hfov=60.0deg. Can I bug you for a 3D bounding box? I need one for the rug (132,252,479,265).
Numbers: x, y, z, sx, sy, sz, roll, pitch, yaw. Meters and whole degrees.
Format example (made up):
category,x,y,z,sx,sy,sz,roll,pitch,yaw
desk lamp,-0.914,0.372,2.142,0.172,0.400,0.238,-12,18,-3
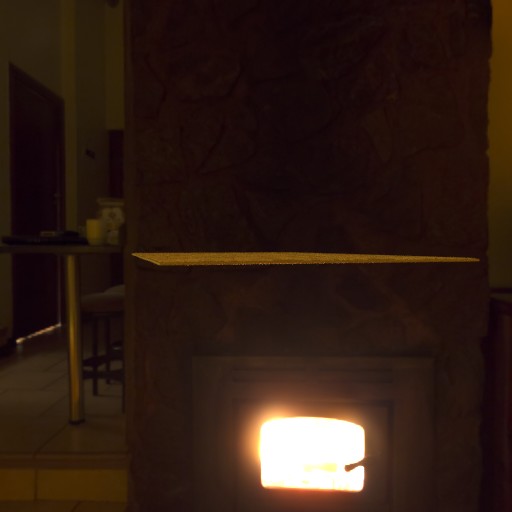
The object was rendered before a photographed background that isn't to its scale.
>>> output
category,x,y,z,sx,sy,sz,roll,pitch,yaw
rug,0.000,0.000,2.373,1.206,0.012,1.824,0,1,-18
